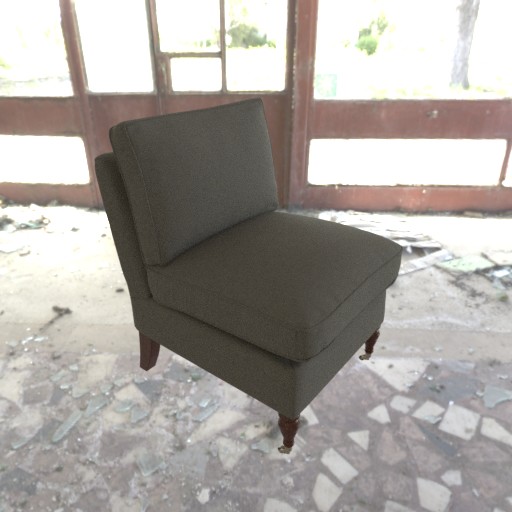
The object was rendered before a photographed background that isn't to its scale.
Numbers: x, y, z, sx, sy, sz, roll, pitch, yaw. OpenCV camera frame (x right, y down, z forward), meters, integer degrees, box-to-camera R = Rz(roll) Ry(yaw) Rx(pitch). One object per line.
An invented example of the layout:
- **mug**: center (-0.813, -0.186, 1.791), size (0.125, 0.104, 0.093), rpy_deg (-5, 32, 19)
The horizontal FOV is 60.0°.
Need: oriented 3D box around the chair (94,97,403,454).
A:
- **chair**: center (0.000, 0.000, 1.696), size (0.924, 1.045, 0.724), rpy_deg (20, 33, 33)
